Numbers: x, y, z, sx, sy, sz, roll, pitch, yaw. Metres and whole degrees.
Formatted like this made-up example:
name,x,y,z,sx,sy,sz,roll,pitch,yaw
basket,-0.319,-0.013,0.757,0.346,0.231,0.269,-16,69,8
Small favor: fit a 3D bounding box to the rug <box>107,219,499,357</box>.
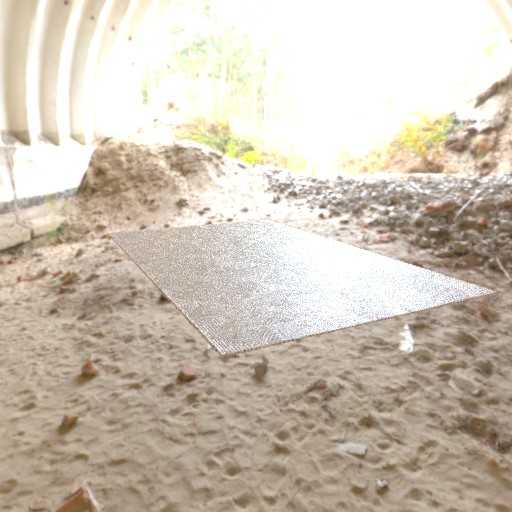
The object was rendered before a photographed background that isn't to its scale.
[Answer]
name,x,y,z,sx,sy,sz,roll,pitch,yaw
rug,0.000,0.000,2.944,1.519,0.007,2.428,-7,16,-26
